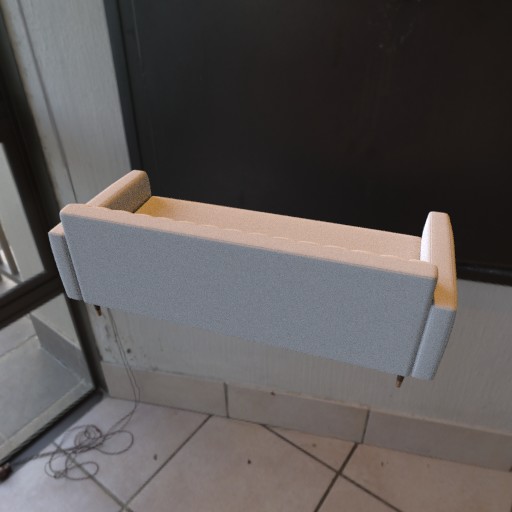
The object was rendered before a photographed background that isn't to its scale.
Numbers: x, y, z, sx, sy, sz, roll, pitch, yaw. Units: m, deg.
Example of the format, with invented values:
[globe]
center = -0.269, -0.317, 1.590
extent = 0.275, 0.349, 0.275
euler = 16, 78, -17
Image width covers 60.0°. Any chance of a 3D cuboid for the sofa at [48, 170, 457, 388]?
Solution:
[sofa]
center = 0.000, 0.000, 2.795
extent = 2.291, 0.821, 0.990
euler = 10, 36, 15
